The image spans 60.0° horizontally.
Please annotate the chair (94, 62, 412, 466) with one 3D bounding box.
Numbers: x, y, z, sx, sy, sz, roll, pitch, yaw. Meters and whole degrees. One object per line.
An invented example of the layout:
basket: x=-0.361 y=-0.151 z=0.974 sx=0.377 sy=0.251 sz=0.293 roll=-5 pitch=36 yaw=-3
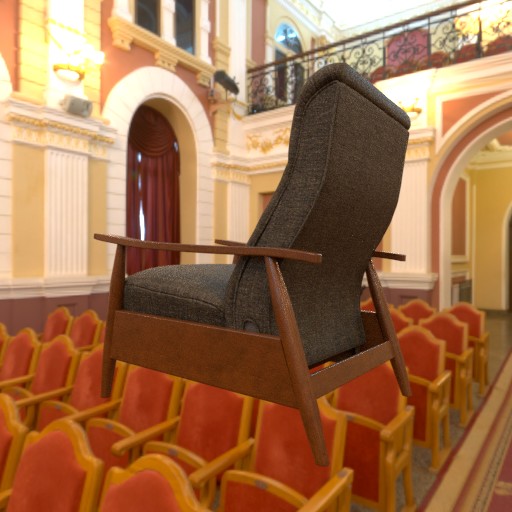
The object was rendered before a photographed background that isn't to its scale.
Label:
chair: x=0.000 y=0.000 z=1.717 sx=1.014 sy=1.082 sz=0.762 roll=0 pitch=0 yaw=36
